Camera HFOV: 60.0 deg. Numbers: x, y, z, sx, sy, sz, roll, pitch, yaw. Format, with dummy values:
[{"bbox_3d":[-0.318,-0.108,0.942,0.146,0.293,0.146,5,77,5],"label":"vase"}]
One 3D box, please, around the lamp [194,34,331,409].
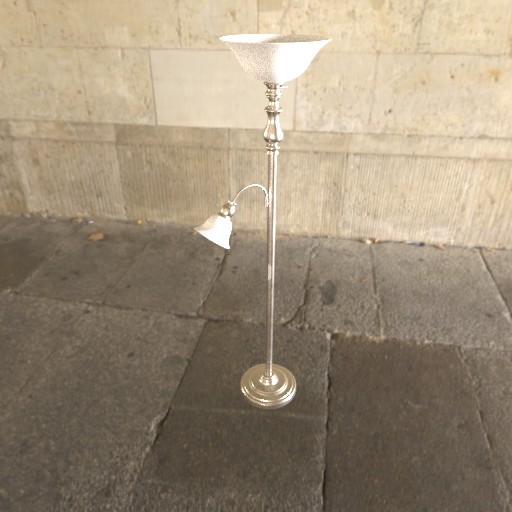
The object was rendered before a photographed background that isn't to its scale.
[{"bbox_3d":[0.000,0.000,2.025,0.575,1.785,0.405,-19,35,-30],"label":"lamp"}]
